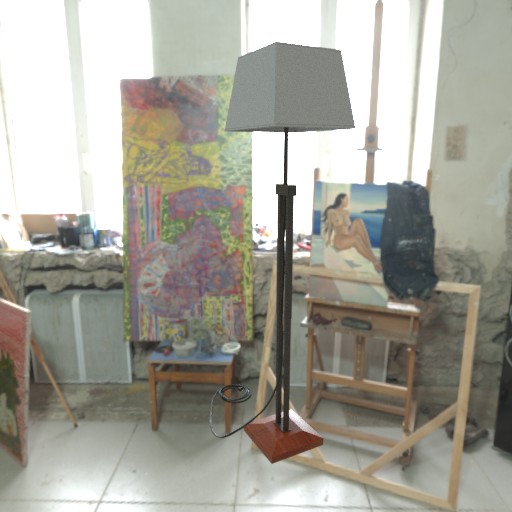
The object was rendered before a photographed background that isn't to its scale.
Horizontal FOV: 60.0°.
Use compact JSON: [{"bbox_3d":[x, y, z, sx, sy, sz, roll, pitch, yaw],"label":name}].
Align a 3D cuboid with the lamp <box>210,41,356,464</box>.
[{"bbox_3d":[0.000,0.000,2.026,0.472,1.712,0.745,-7,15,-27],"label":"lamp"}]
